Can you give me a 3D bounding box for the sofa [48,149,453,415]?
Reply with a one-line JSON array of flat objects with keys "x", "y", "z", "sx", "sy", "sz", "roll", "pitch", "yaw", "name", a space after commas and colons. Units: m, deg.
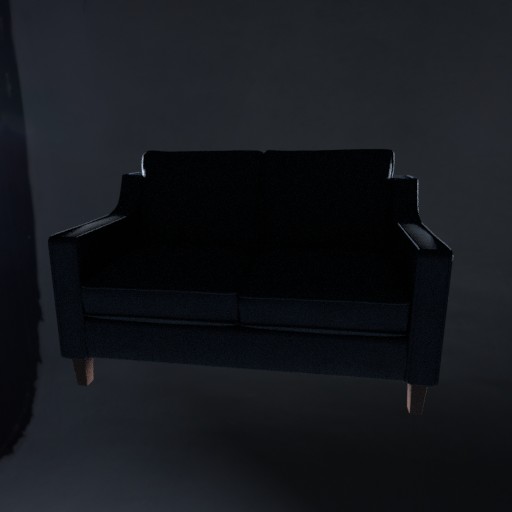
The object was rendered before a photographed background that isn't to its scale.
[{"x": 0.000, "y": 0.000, "z": 2.092, "sx": 1.501, "sy": 0.971, "sz": 0.987, "roll": 2, "pitch": 15, "yaw": 8, "name": "sofa"}]
